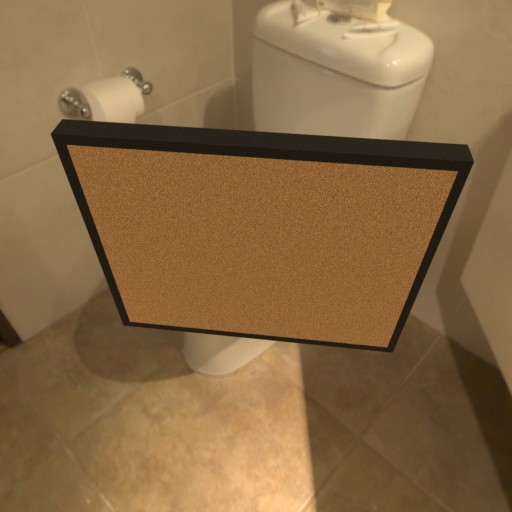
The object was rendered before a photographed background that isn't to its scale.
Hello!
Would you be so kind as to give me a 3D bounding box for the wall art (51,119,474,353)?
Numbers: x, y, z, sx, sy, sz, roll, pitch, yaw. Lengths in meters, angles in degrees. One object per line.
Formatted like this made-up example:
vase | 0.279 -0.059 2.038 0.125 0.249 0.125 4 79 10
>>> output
wall art | 0.000 0.000 0.540 0.397 0.325 0.028 5 47 5
